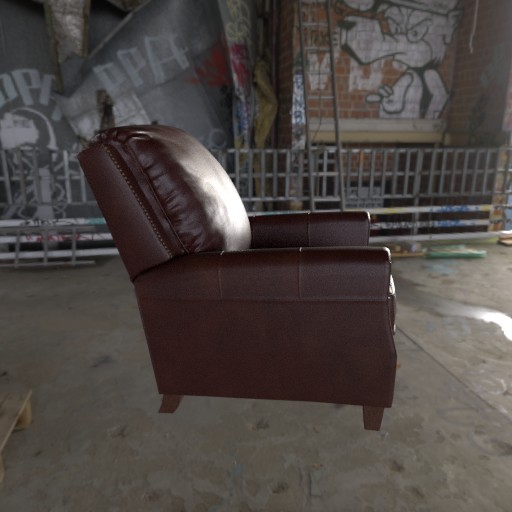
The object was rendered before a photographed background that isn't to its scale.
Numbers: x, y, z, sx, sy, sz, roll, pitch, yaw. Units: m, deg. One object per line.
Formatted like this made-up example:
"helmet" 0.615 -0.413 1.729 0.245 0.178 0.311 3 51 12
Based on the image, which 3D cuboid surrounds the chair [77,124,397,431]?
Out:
"chair" 0.000 0.000 1.791 1.089 1.022 0.826 2 16 9
